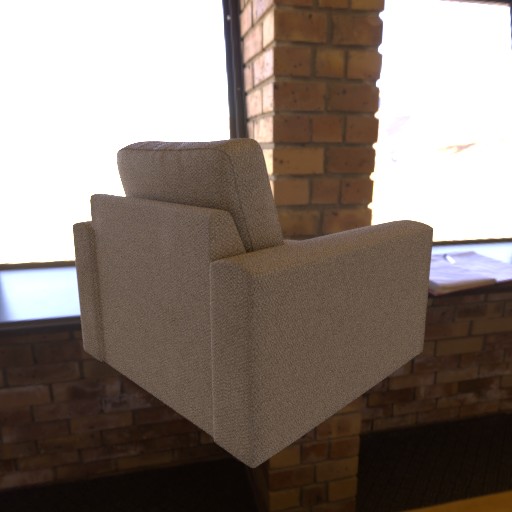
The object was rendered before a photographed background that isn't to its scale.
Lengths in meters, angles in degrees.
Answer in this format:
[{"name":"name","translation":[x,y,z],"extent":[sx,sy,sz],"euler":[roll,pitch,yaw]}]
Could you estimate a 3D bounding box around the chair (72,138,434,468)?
[{"name":"chair","translation":[0.000,0.000,1.734],"extent":[1.005,0.873,1.016],"euler":[13,19,43]}]
